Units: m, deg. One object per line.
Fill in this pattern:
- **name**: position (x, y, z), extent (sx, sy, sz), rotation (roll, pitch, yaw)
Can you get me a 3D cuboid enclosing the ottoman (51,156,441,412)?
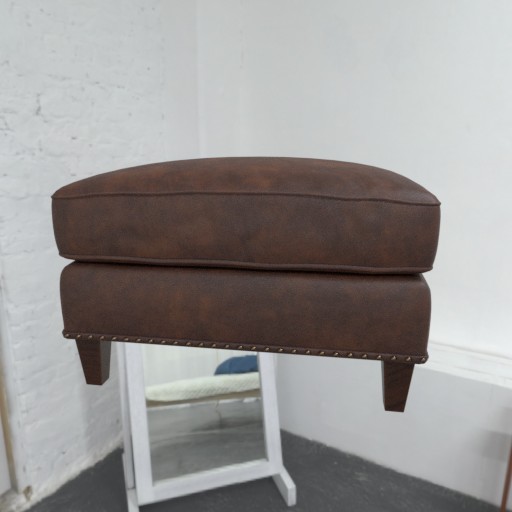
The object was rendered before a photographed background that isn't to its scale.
- **ottoman**: position (0.000, 0.000, 1.111), extent (0.742, 0.486, 0.586), rotation (2, 13, 9)
